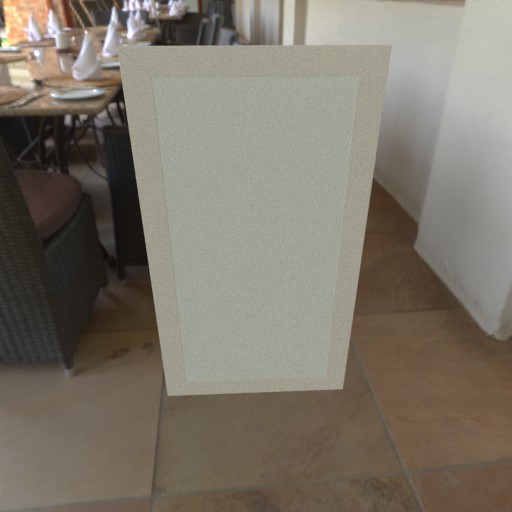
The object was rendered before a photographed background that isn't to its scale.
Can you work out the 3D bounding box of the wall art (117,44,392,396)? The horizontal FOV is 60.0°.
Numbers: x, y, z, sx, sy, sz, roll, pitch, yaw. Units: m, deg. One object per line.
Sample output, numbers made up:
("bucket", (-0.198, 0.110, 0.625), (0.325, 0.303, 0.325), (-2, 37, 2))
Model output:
("wall art", (0.000, 0.000, 0.793), (0.380, 0.683, 0.013), (-1, 31, -2))
